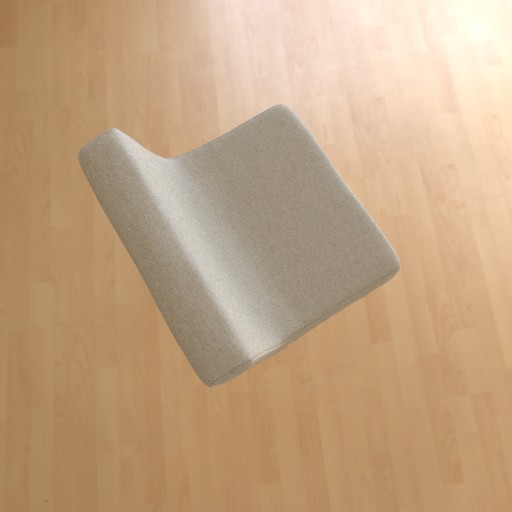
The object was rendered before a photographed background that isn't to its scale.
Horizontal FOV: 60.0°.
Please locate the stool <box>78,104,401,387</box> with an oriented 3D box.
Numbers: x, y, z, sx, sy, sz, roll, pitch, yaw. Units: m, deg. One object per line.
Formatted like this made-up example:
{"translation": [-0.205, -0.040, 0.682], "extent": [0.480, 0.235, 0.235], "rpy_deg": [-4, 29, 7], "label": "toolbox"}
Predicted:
{"translation": [0.000, 0.000, 1.236], "extent": [0.500, 0.937, 0.511], "rpy_deg": [-31, 78, -7], "label": "stool"}
